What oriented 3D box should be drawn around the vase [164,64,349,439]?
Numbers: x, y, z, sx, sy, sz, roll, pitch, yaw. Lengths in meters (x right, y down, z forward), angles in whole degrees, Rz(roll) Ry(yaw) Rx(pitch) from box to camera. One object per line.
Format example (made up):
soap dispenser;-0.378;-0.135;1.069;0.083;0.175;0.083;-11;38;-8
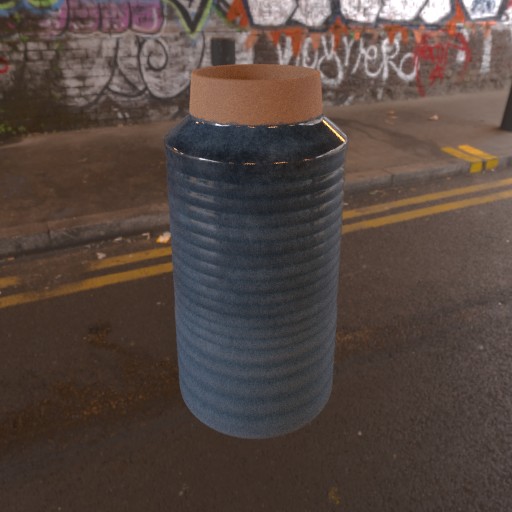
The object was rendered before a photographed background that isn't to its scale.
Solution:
vase;0.000;0.000;0.407;0.163;0.316;0.163;0;29;0
